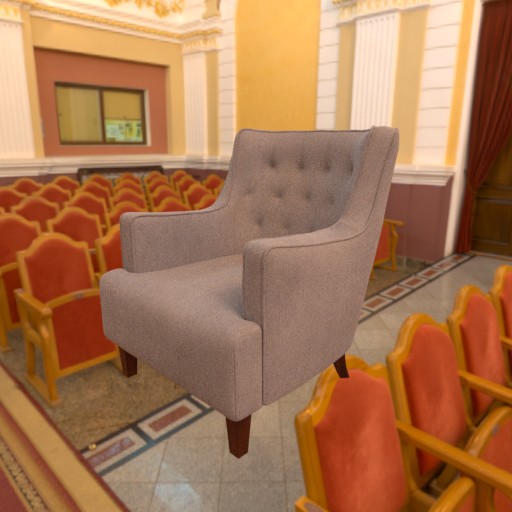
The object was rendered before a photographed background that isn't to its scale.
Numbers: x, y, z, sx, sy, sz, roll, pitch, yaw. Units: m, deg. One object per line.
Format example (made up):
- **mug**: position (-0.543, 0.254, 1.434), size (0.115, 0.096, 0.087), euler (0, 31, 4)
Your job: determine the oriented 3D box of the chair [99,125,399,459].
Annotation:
- **chair**: position (0.000, 0.000, 1.630), size (0.910, 0.919, 0.781), euler (-14, 21, -43)
